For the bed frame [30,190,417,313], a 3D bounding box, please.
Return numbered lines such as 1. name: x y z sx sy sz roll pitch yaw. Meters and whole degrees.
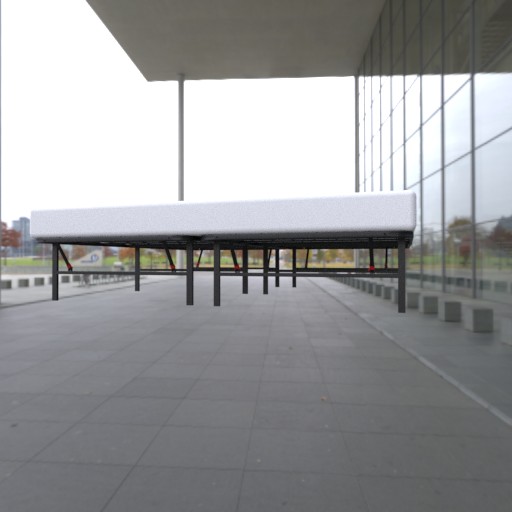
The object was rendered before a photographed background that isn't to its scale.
1. bed frame: 0.000 0.000 3.053 2.033 0.525 1.935 0 -1 18
